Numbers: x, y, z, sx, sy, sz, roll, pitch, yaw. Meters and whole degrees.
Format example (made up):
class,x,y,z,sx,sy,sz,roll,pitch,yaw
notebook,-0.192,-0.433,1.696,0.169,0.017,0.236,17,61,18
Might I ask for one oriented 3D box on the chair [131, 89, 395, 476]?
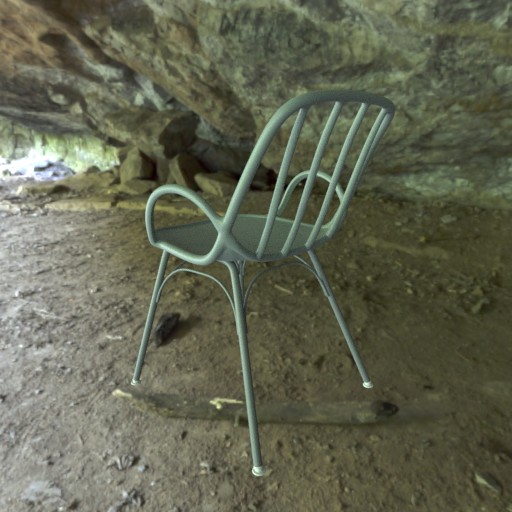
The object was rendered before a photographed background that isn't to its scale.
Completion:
class,x,y,z,sx,sy,sz,roll,pitch,yaw
chair,0.000,0.000,1.211,0.597,0.816,0.549,14,21,41
